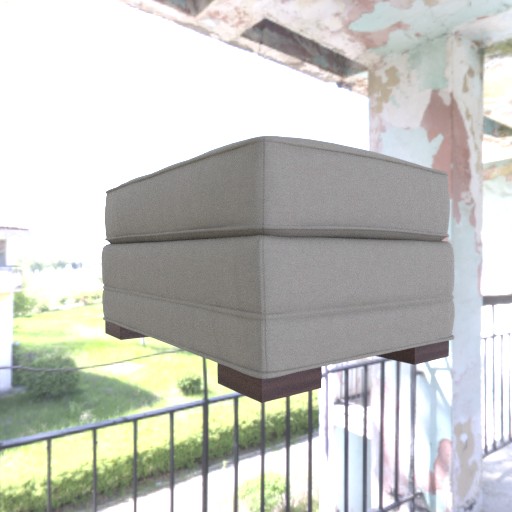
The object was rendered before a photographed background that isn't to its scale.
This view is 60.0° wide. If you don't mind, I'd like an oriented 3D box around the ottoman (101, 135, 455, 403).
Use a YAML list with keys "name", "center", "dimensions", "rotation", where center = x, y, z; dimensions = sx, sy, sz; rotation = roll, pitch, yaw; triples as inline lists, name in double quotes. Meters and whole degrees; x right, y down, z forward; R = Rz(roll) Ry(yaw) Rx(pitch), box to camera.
- name: "ottoman"
  center: [0.000, 0.000, 1.217]
  dimensions: [0.611, 0.482, 0.848]
  rotation: [0, 0, -36]
